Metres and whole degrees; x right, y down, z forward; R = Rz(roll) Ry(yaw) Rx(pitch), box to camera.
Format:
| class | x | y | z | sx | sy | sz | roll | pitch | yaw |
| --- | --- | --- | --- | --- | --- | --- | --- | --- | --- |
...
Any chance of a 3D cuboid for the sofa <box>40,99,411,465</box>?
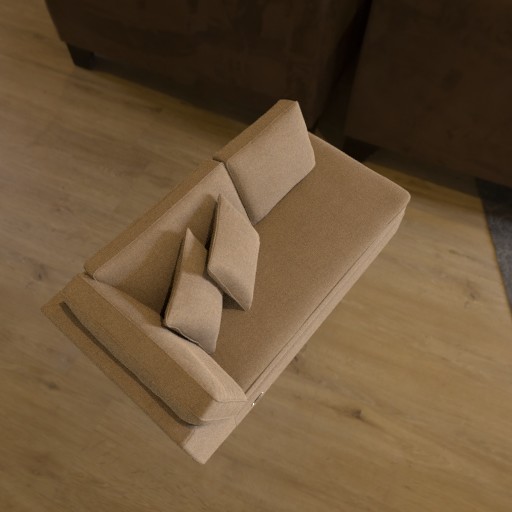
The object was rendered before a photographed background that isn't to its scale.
| class | x | y | z | sx | sy | sz | roll | pitch | yaw |
| --- | --- | --- | --- | --- | --- | --- | --- | --- | --- |
| sofa | 0.000 | 0.000 | 2.829 | 1.110 | 1.019 | 2.238 | 36 | 65 | 20 |
